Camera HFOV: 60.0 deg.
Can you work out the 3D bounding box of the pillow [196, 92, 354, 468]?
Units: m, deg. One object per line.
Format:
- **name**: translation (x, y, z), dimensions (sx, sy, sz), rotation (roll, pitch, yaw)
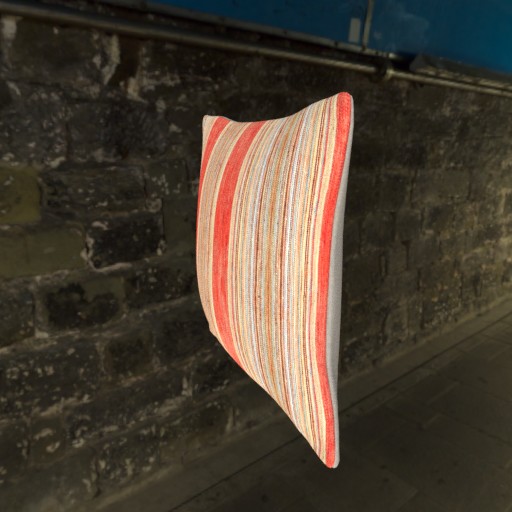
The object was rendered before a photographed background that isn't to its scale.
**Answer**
- **pillow**: translation (0.000, 0.000, 0.653), dimensions (0.136, 0.419, 0.437), rotation (-7, 16, -24)
